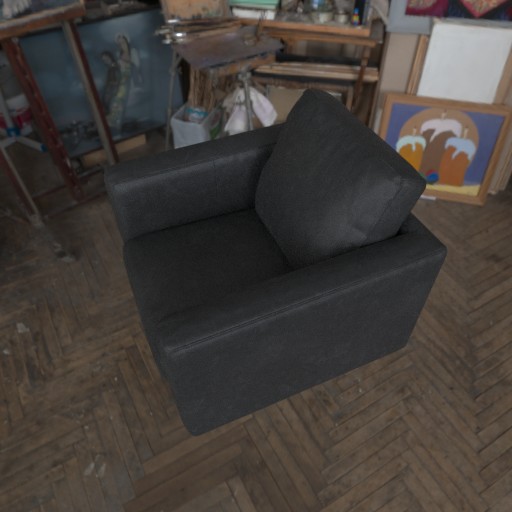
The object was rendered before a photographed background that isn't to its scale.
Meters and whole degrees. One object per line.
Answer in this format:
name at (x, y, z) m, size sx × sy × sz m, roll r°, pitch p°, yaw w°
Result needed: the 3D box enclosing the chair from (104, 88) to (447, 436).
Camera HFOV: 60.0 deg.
chair at (0.000, 0.000, 1.572) m, size 0.879 × 0.898 × 0.831 m, roll -18°, pitch 50°, yaw -16°
